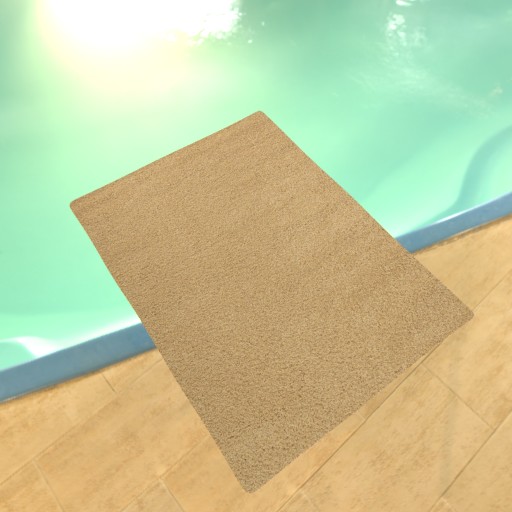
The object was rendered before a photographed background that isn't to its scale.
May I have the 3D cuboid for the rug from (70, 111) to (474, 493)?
[{"bbox_3d":[0.000,0.000,2.082,1.199,0.025,1.600,-31,63,-18],"label":"rug"}]
